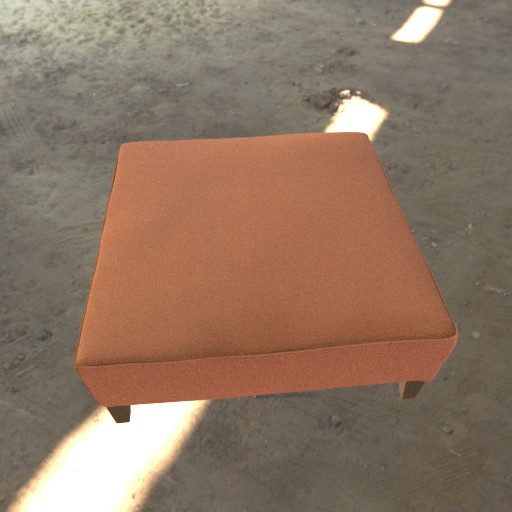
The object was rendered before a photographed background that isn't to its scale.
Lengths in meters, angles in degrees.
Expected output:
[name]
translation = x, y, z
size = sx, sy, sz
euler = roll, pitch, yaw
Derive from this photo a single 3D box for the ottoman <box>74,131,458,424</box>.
[ottoman]
translation = 0.000, 0.000, 1.558
size = 0.997, 0.438, 0.999
euler = -4, 47, -3
